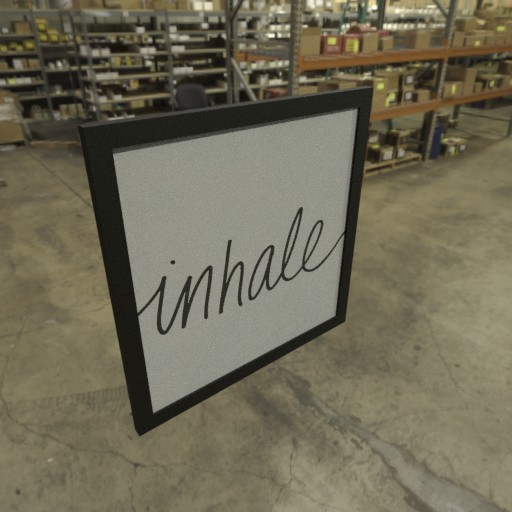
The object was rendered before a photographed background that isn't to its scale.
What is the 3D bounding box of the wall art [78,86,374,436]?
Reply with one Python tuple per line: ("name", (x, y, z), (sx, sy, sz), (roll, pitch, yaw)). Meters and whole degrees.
("wall art", (0.000, 0.000, 0.534), (0.356, 0.356, 0.013), (-21, 35, -33))
